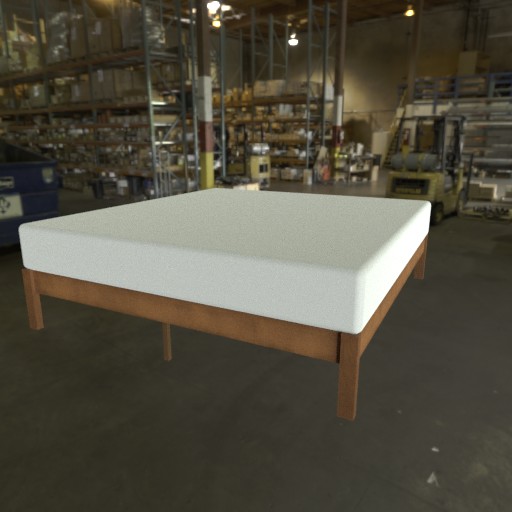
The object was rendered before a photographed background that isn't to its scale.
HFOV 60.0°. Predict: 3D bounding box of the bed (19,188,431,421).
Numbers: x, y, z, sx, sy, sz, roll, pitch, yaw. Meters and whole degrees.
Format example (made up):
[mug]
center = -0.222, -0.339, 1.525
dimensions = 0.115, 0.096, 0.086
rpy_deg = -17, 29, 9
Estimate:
[bed]
center = 0.000, 0.000, 2.971
dimensions = 1.930, 0.616, 2.049
rpy_deg = 8, 17, 26
